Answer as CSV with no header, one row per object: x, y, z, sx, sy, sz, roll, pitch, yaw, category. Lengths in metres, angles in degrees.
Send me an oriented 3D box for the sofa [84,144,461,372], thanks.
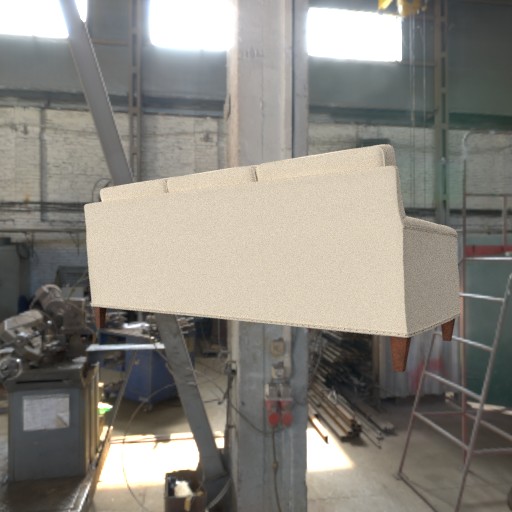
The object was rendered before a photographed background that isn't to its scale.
0.000,0.000,2.845,2.246,1.003,1.084,0,-1,36,sofa
